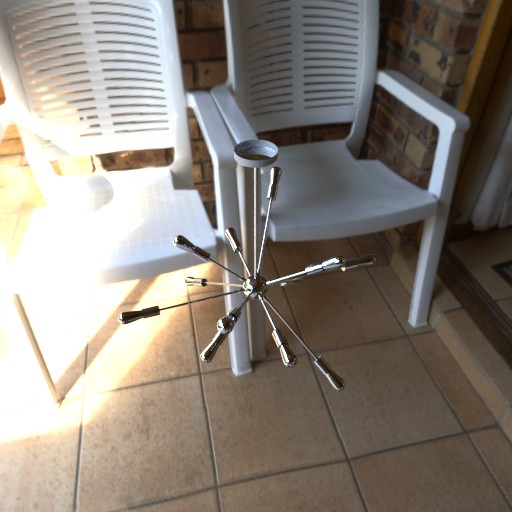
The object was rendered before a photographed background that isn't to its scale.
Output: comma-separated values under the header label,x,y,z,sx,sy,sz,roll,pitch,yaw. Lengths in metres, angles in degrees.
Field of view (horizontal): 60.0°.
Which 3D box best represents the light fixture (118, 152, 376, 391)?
label,x,y,z,sx,sy,sz,roll,pitch,yaw
light fixture,0.000,0.000,1.058,0.684,0.558,0.509,-12,43,-14
